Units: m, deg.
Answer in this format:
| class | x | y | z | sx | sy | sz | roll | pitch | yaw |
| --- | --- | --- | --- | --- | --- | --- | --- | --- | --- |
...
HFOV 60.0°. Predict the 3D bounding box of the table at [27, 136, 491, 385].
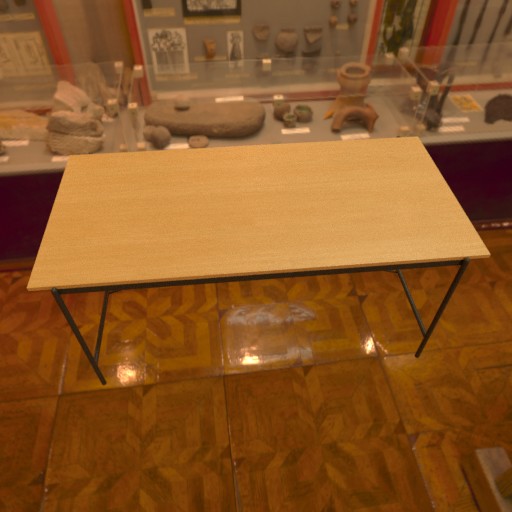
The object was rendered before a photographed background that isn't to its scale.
| class | x | y | z | sx | sy | sz | roll | pitch | yaw |
| --- | --- | --- | --- | --- | --- | --- | --- | --- | --- |
| table | 0.000 | 0.000 | 2.276 | 1.800 | 0.758 | 0.900 | -4 | 48 | -4 |
